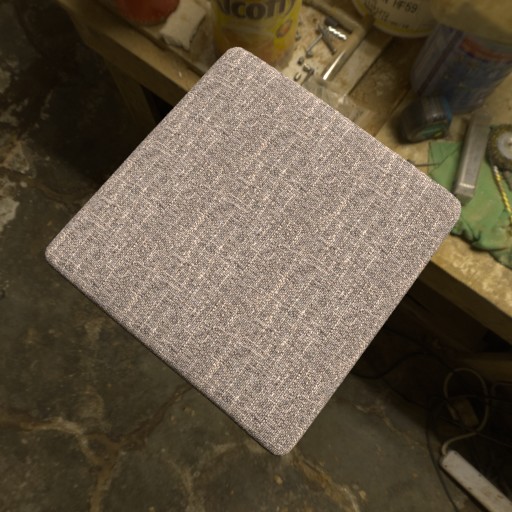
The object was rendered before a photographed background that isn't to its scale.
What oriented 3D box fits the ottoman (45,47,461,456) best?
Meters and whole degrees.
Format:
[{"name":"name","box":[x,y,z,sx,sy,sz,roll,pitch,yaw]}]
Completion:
[{"name":"ottoman","box":[0.000,0.000,0.912,0.512,0.453,0.521,38,80,8]}]
